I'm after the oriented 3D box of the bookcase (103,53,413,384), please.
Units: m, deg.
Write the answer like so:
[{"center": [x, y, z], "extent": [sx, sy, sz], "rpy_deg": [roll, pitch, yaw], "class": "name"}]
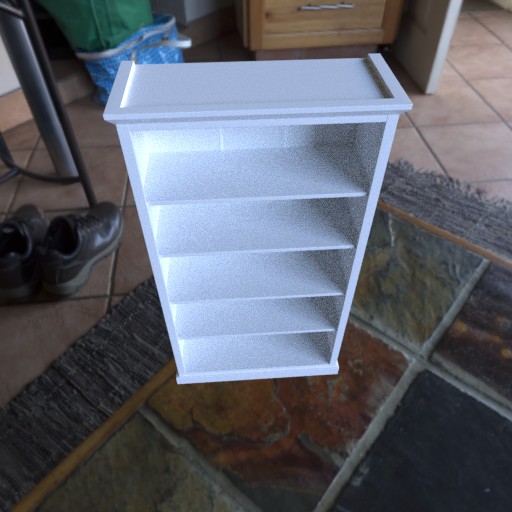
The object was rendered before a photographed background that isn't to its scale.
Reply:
[{"center": [0.000, 0.000, 2.323], "extent": [1.050, 1.880, 0.432], "rpy_deg": [-3, 46, -3], "class": "bookcase"}]
